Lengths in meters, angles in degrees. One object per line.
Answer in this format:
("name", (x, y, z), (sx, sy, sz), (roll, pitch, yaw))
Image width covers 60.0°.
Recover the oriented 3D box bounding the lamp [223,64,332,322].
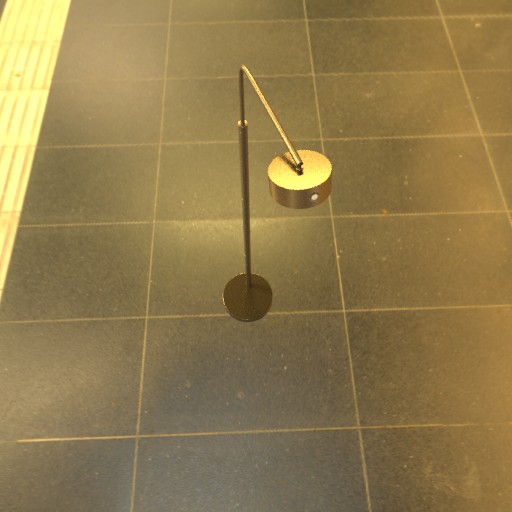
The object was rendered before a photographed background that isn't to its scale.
("lamp", (0.000, 0.000, 1.388), (0.219, 1.230, 0.418), (-20, 65, -9))
